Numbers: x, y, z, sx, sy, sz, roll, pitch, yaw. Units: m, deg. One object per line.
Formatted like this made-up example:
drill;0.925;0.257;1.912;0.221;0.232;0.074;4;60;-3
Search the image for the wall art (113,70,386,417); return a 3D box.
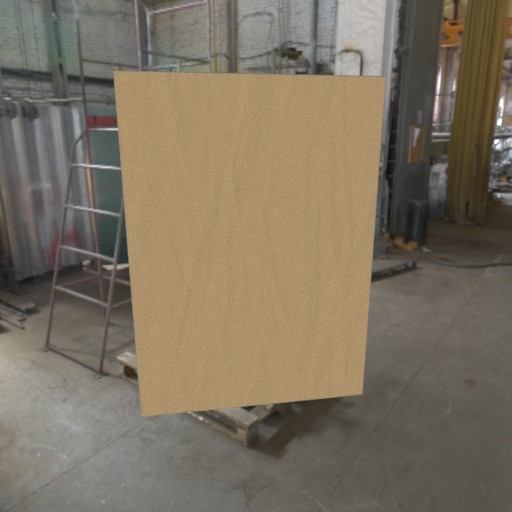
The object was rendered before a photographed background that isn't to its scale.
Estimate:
wall art;0.000;0.000;1.458;0.810;1.116;0.016;-3;16;-9
